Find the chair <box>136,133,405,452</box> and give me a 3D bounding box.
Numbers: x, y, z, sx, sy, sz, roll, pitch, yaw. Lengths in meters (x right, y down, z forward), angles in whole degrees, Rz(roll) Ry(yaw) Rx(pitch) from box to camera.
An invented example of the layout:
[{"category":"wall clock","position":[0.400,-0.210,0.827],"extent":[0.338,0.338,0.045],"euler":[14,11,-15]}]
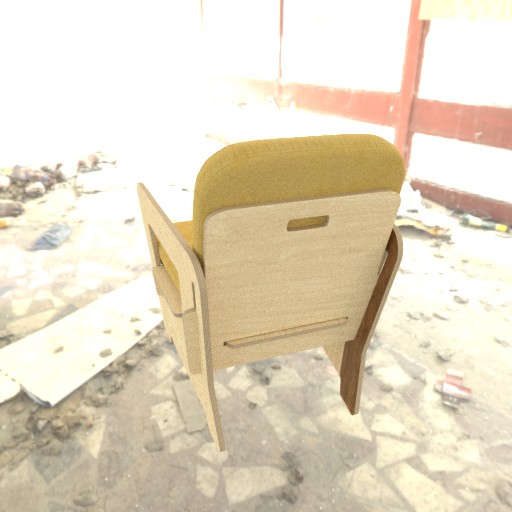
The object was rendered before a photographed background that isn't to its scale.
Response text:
[{"category":"chair","position":[0.000,0.000,1.283],"extent":[0.590,0.800,0.710],"euler":[-9,28,-17]}]
